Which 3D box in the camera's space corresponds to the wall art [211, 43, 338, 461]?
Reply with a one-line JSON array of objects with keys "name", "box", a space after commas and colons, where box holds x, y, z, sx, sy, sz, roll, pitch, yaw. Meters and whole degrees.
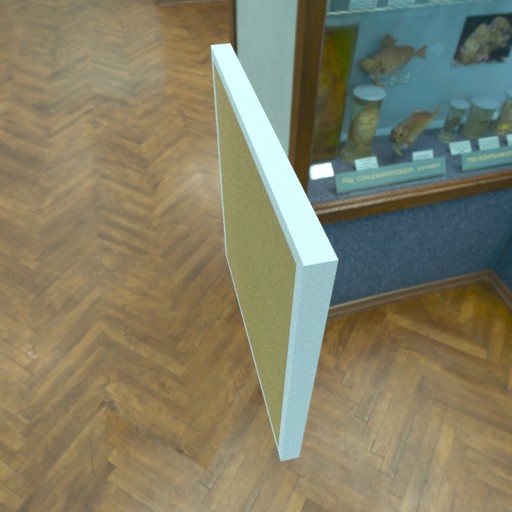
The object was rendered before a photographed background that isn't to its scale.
[{"name": "wall art", "box": [0.000, 0.000, 0.457, 0.020, 0.307, 0.307, -10, 48, -9]}]
